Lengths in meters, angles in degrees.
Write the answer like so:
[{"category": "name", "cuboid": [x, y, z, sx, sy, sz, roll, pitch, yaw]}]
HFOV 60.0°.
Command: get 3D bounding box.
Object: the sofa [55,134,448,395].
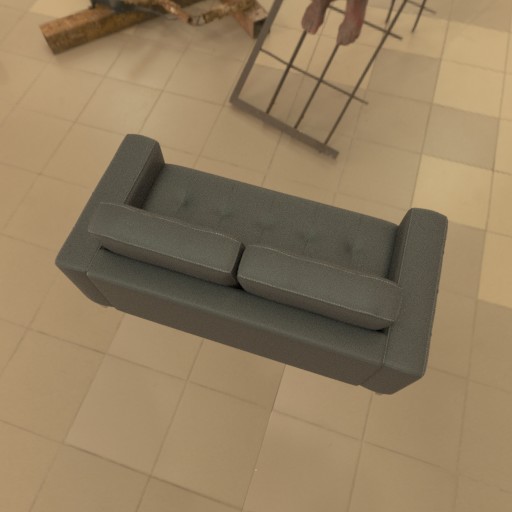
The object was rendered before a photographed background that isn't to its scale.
[{"category": "sofa", "cuboid": [0.000, 0.000, 2.241, 1.726, 0.893, 0.833, 16, 65, 8]}]
